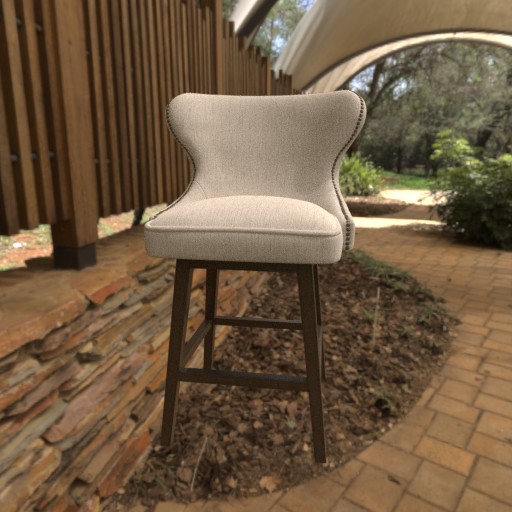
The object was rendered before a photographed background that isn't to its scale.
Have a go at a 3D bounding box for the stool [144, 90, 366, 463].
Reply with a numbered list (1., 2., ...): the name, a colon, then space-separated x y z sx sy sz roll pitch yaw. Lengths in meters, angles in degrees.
1. stool: 0.000 0.000 1.326 0.615 0.972 0.597 2 14 9
